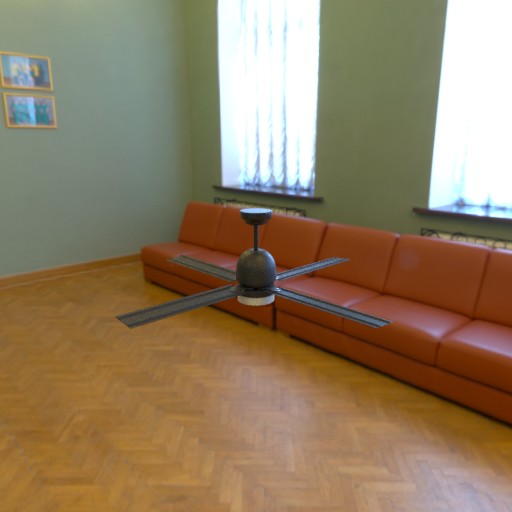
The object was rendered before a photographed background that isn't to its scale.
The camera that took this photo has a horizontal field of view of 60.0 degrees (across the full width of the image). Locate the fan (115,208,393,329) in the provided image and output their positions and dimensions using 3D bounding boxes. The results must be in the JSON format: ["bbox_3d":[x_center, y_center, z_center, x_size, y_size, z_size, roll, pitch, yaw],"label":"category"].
[{"bbox_3d":[0.000,0.000,1.989,1.319,0.410,1.319,14,20,43],"label":"fan"}]
